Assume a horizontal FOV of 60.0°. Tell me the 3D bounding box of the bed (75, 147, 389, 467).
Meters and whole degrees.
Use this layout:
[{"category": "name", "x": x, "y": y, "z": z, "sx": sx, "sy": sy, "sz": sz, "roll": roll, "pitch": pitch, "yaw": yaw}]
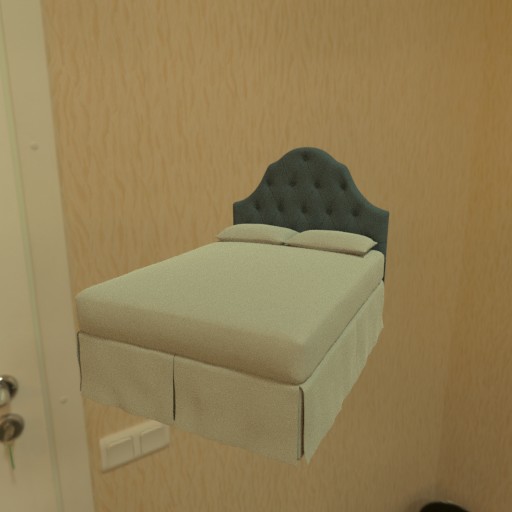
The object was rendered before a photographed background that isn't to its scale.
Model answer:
[{"category": "bed", "x": 0.000, "y": 0.000, "z": 3.302, "sx": 1.636, "sy": 1.575, "sz": 2.155, "roll": 7, "pitch": 15, "yaw": 26}]
